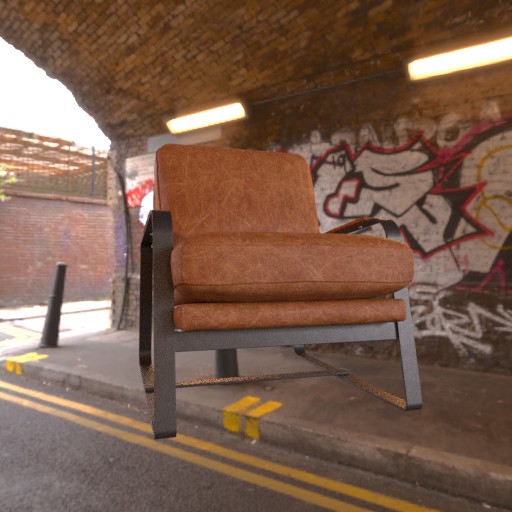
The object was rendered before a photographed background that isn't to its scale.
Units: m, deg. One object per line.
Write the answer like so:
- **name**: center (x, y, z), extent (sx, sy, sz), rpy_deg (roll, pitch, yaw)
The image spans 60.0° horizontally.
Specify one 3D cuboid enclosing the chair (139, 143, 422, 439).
- **chair**: center (0.000, 0.000, 1.337), extent (0.651, 0.777, 0.801), rpy_deg (0, -1, -17)
